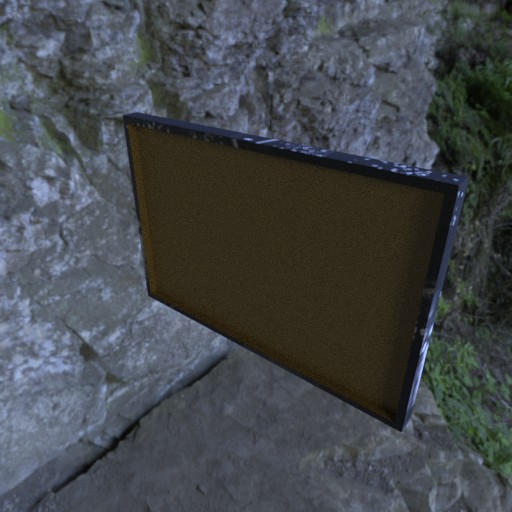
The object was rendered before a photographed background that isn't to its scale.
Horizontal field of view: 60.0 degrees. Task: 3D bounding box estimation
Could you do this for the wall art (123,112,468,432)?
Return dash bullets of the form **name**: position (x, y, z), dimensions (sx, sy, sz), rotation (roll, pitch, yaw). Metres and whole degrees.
- **wall art**: position (0.000, 0.000, 0.770), dimensions (0.609, 0.406, 0.037), rotation (21, 35, 33)
